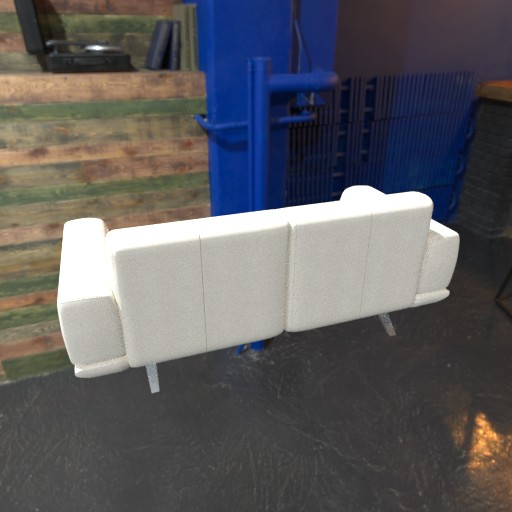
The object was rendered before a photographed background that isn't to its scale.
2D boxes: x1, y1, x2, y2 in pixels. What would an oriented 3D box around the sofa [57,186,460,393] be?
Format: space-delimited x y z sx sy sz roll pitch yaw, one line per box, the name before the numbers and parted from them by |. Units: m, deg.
sofa | 0.000 0.000 2.371 1.901 0.772 0.900 -9 28 -17
